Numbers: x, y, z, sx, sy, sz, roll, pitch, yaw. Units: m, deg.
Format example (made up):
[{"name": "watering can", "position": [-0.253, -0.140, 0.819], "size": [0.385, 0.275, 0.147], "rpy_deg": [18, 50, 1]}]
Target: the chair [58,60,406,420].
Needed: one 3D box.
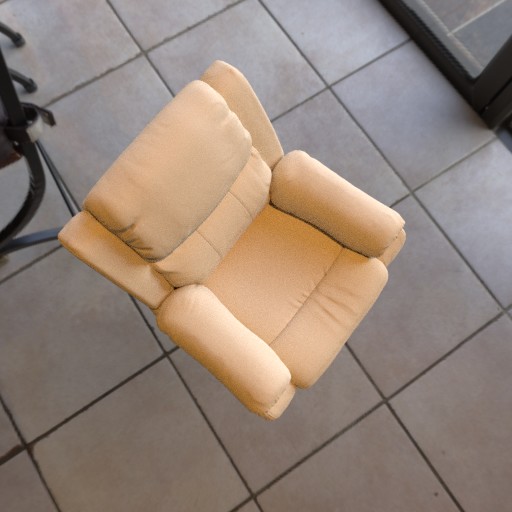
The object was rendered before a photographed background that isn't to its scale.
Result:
[{"name": "chair", "position": [0.000, 0.000, 1.263], "size": [0.709, 0.702, 0.680], "rpy_deg": [37, 80, 8]}]
